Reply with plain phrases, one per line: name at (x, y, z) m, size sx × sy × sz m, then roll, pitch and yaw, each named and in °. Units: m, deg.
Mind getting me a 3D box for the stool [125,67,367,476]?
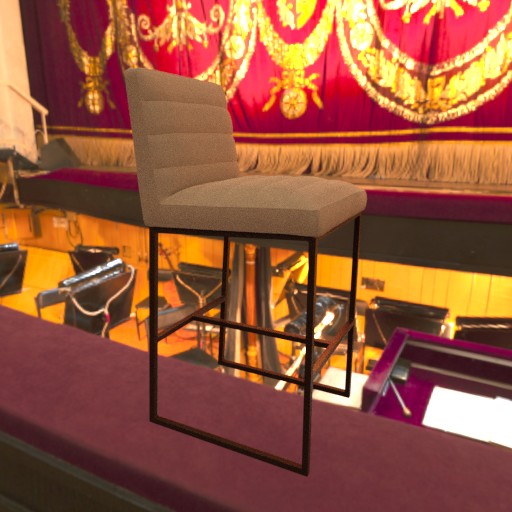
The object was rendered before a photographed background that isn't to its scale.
stool at (0.000, 0.000, 1.358) m, size 0.573 × 1.061 × 0.464 m, roll 7°, pitch 16°, yaw 26°
